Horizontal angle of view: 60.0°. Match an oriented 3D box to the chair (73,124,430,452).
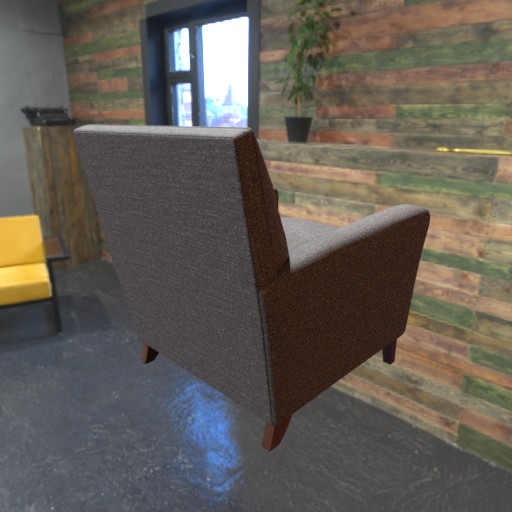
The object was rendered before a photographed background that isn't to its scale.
[{"bbox_3d":[0.000,0.000,1.555,0.875,0.885,0.838,-16,23,-42],"label":"chair"}]
